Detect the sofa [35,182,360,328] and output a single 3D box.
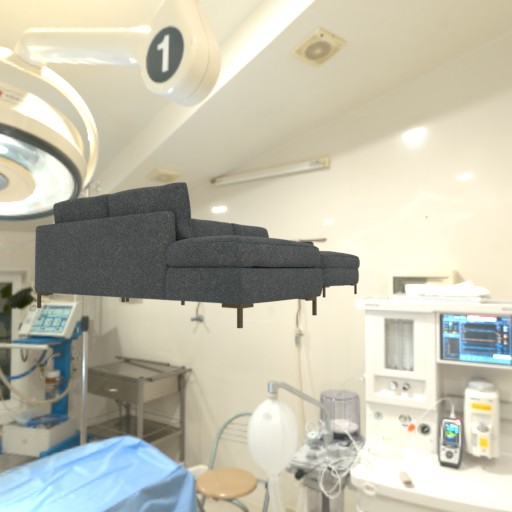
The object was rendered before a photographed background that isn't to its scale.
[{"bbox_3d":[0.000,0.000,3.895,2.007,0.813,2.956,-1,-2,36],"label":"sofa"}]
